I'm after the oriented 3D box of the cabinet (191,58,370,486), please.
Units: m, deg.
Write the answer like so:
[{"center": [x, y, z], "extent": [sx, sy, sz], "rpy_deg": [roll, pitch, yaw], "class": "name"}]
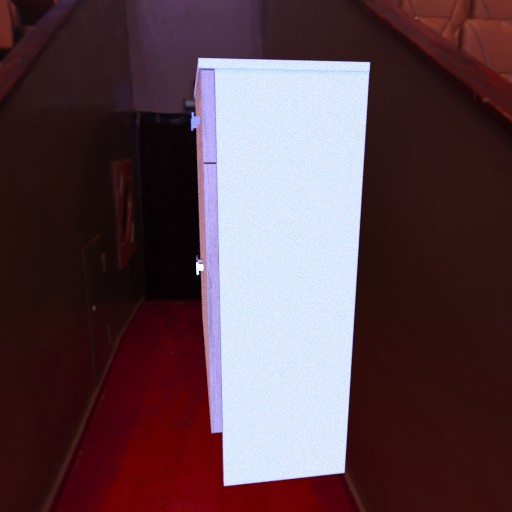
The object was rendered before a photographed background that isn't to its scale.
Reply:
[{"center": [0.000, 0.000, 1.109], "extent": [0.296, 0.815, 0.600], "rpy_deg": [-2, 15, -8], "class": "cabinet"}]
